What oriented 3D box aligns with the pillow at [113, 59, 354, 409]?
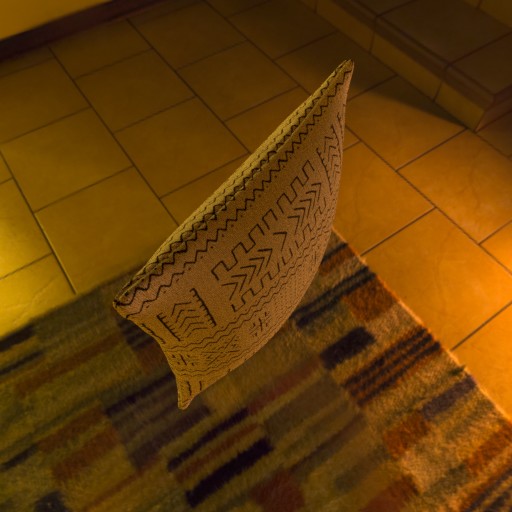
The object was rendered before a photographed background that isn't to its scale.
[{"bbox_3d":[0.000,0.000,0.663,0.164,0.430,0.438,31,64,17],"label":"pillow"}]
